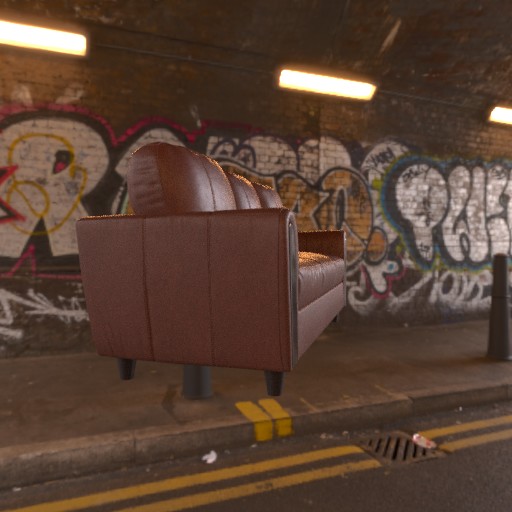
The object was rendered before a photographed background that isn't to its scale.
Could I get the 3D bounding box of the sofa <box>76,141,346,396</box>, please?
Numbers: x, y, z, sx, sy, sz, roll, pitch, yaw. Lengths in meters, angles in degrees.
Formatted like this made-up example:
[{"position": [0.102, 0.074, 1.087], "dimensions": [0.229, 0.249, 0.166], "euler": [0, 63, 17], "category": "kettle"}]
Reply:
[{"position": [0.000, 0.000, 2.355], "dimensions": [0.802, 0.915, 1.862], "euler": [0, 1, 17], "category": "sofa"}]
